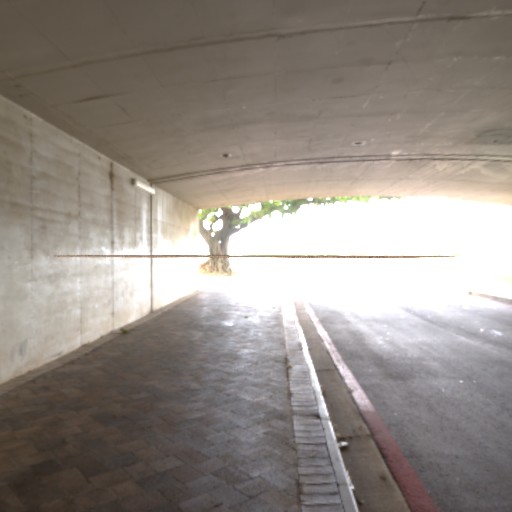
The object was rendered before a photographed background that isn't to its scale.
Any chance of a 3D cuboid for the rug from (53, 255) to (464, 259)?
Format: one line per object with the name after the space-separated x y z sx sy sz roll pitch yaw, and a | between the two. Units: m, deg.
0.000 0.000 2.384 1.840 0.013 1.225 0 0 35 | rug
